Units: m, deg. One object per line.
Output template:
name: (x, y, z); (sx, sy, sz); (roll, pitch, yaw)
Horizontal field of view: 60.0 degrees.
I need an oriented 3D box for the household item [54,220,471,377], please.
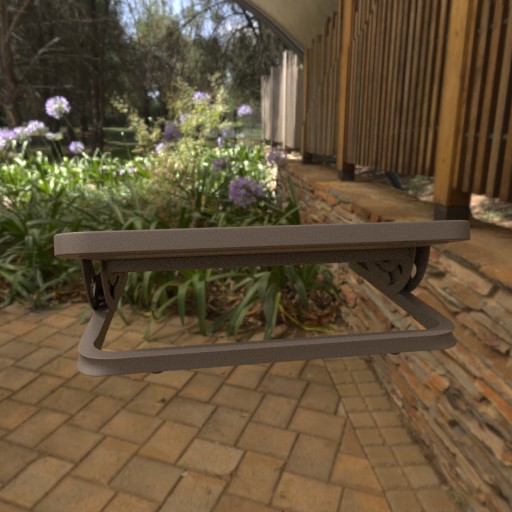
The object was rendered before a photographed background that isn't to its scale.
household item: (0.000, 0.000, 0.532); (0.390, 0.126, 0.301); (-2, 15, -9)
